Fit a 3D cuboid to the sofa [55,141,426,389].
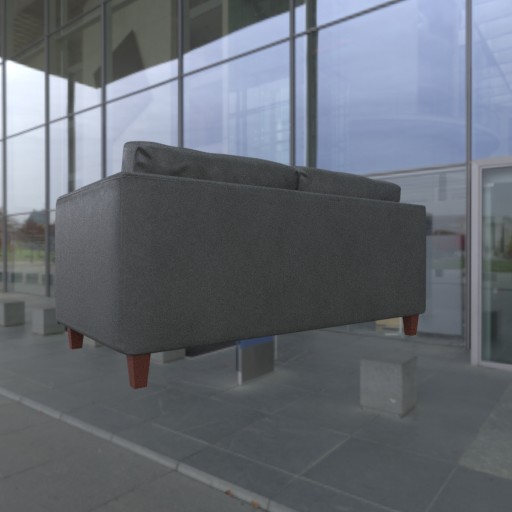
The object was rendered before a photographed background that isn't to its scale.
[{"bbox_3d":[0.000,0.000,2.436,1.883,0.933,0.951,0,0,-37],"label":"sofa"}]
